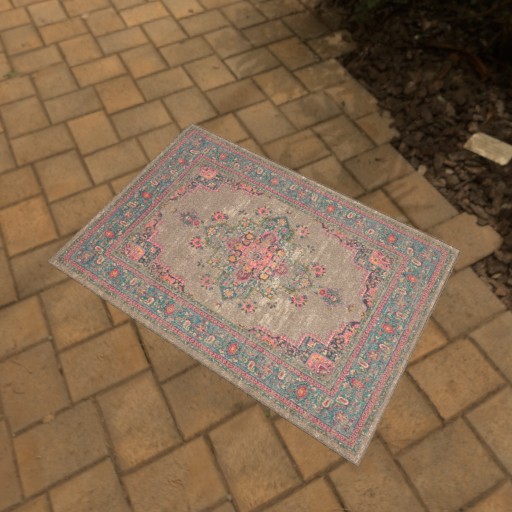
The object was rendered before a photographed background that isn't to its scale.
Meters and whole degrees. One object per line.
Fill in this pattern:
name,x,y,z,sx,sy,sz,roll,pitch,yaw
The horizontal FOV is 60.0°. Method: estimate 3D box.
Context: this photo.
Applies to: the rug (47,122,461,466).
rug,0.000,0.000,3.755,2.890,0.013,2.005,29,63,16
